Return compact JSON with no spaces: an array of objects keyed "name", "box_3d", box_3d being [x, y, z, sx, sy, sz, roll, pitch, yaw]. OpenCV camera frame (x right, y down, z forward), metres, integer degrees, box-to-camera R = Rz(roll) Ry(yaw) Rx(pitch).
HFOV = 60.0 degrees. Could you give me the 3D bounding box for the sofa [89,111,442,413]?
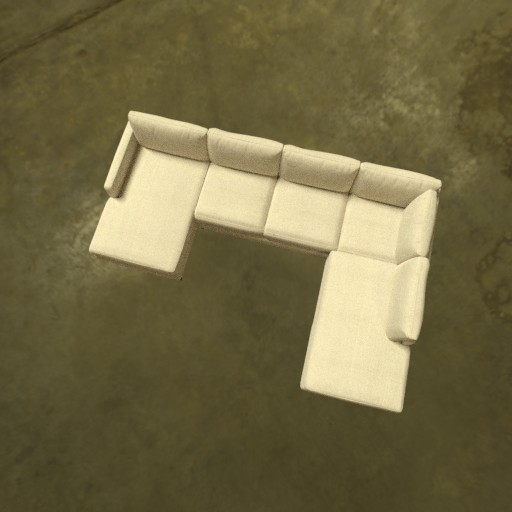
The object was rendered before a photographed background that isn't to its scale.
[{"name":"sofa","box_3d":[0.000,0.000,3.655,2.737,0.756,1.879,14,75,4]}]
